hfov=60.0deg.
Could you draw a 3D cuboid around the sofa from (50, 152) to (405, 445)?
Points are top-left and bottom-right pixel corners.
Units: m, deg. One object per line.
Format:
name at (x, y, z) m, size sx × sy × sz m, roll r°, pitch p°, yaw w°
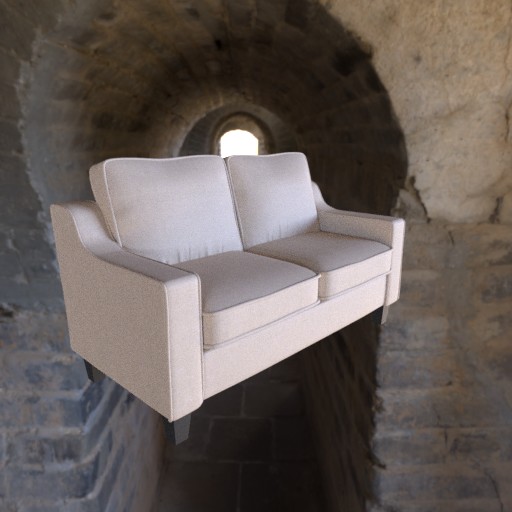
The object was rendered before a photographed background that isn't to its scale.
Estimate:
sofa at (0.000, 0.000, 3.521) m, size 1.351 × 1.562 × 2.587 m, roll 14°, pitch 20°, yaw 42°
